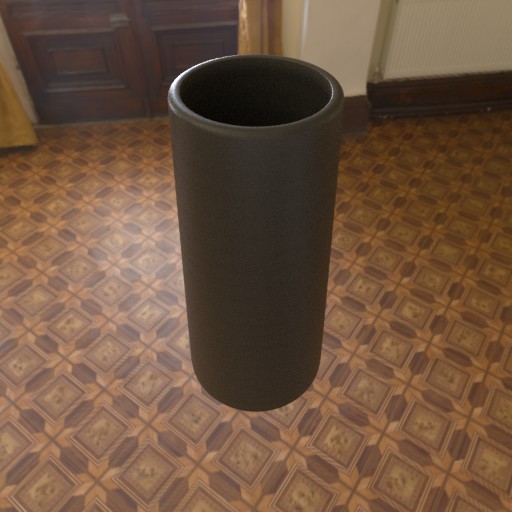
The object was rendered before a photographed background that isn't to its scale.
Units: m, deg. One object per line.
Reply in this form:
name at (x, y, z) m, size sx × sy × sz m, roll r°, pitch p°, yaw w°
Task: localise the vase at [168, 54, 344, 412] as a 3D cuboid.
vase at (0.000, 0.000, 0.368) m, size 0.136 × 0.289 × 0.136 m, roll 2°, pitch 46°, yaw 2°
